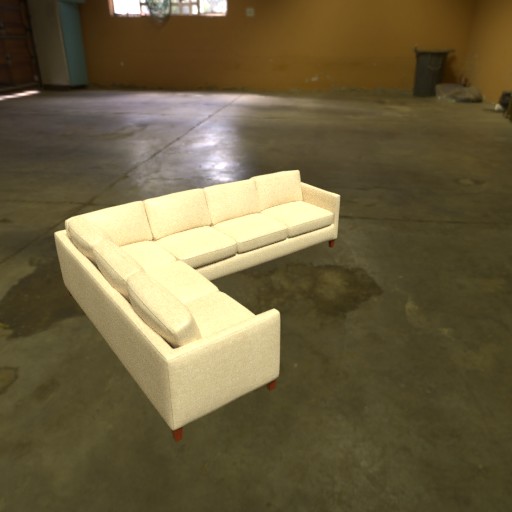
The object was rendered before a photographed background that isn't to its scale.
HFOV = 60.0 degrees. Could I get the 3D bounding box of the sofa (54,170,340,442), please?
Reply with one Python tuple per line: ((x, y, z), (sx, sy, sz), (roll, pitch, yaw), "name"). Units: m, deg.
((0.000, 0.000, 4.597), (3.302, 0.947, 2.593), (-18, 31, -33), "sofa")
